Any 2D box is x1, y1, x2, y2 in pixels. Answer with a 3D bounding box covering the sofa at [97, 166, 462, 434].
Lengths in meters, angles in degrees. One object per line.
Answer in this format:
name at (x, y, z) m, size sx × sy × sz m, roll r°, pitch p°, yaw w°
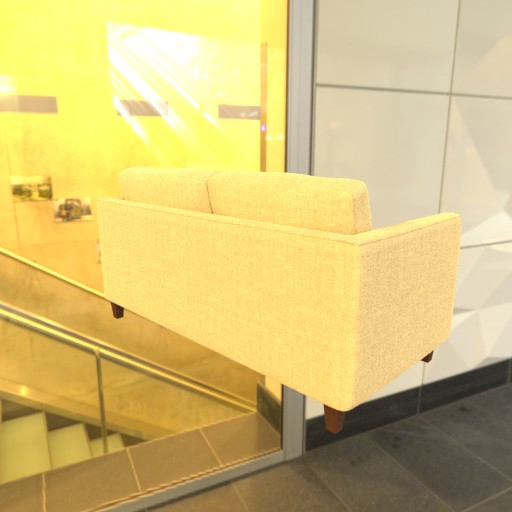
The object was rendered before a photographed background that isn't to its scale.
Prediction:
sofa at (0.000, 0.000, 2.465) m, size 1.884 × 0.963 × 0.950 m, roll 13°, pitch 19°, yaw 43°
